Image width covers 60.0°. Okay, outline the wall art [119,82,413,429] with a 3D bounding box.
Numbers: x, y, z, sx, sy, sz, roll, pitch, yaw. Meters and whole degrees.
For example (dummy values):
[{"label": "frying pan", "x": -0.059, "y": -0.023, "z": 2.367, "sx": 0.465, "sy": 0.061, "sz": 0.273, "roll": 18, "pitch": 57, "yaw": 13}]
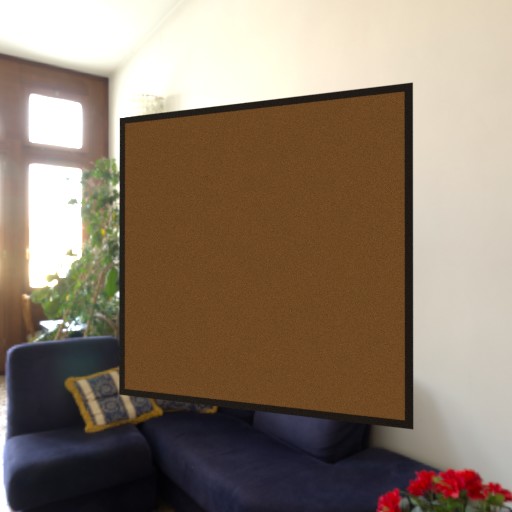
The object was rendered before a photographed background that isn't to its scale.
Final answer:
[{"label": "wall art", "x": 0.000, "y": 0.000, "z": 0.455, "sx": 0.304, "sy": 0.304, "sz": 0.038, "roll": 0, "pitch": 0, "yaw": 19}]
